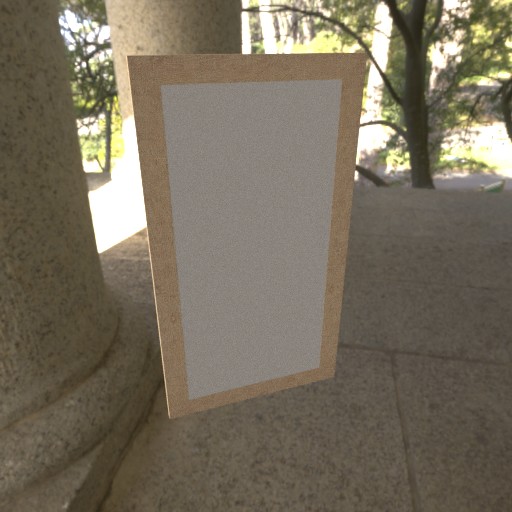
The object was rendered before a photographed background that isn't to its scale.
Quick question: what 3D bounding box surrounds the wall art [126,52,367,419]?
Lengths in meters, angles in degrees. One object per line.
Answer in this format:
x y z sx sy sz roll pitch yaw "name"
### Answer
0.000 0.000 0.823 0.381 0.683 0.013 -9 28 -17 "wall art"
